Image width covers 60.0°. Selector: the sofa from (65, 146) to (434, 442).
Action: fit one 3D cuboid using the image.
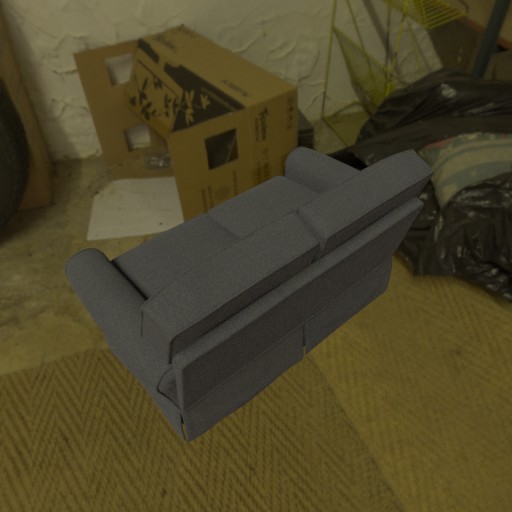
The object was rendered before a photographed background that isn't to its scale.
[{"bbox_3d":[0.000,0.000,2.472,1.801,1.059,0.997,-31,52,-28],"label":"sofa"}]
